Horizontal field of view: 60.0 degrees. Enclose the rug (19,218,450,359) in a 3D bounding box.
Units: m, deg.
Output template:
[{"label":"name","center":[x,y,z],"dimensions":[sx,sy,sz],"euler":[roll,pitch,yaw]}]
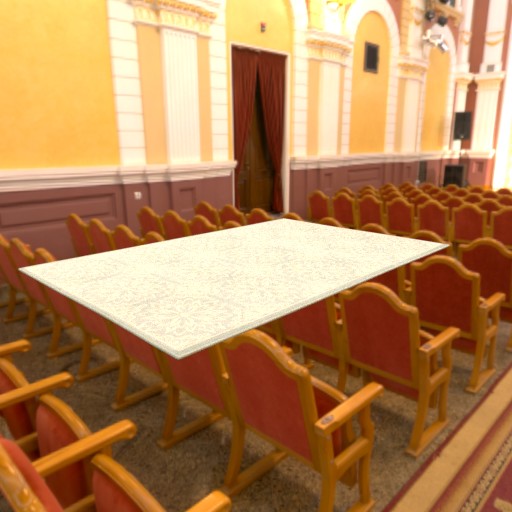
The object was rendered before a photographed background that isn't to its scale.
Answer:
[{"label":"rug","center":[0.000,0.000,2.236],"dimensions":[1.219,0.012,1.840],"euler":[14,20,43]}]
